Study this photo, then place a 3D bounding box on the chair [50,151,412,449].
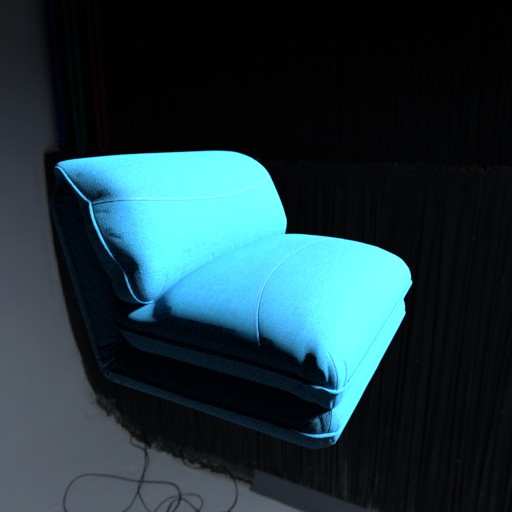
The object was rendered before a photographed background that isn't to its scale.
[{"bbox_3d":[0.000,0.000,1.289,0.780,0.580,0.820,8,17,27],"label":"chair"}]
